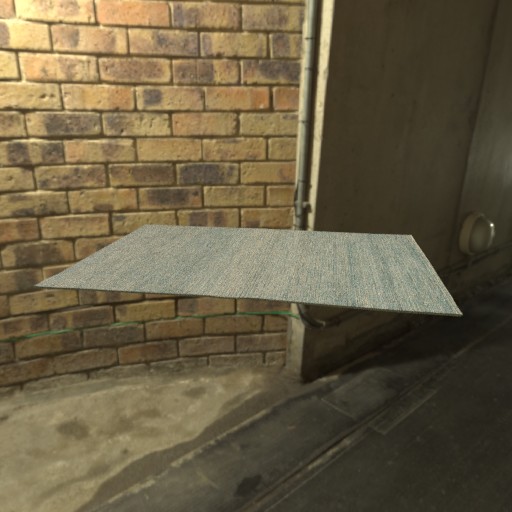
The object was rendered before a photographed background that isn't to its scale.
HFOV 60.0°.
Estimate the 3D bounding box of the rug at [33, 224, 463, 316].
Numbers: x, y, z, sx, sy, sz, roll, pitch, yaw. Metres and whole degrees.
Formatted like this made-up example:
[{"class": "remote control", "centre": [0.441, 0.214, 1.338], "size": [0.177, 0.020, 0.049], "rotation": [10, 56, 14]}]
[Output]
[{"class": "rug", "centre": [0.000, 0.000, 5.407], "size": [4.078, 0.052, 2.802], "rotation": [3, 17, 10]}]
